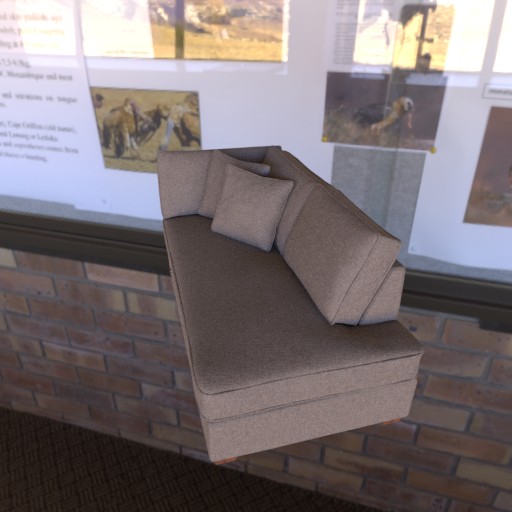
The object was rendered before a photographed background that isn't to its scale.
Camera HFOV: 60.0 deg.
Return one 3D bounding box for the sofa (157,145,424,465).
[{"bbox_3d":[0.000,0.000,2.905,1.110,1.033,2.237,-8,30,-13],"label":"sofa"}]
